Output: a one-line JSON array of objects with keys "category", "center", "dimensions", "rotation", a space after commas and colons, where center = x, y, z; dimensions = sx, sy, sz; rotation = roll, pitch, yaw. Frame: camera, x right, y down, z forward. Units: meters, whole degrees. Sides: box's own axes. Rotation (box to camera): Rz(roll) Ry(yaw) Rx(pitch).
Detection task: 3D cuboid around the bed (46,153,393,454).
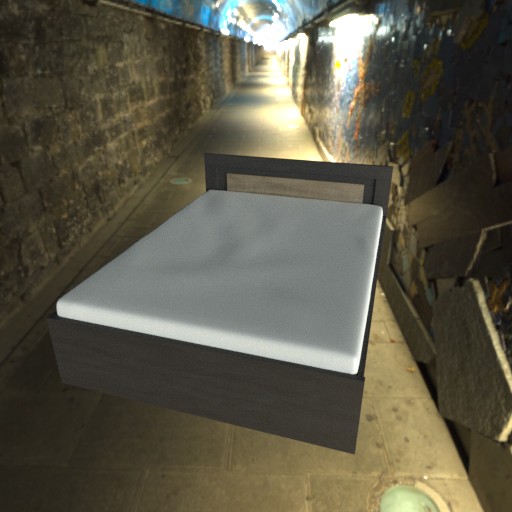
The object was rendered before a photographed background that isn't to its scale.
[{"category": "bed", "center": [0.000, 0.000, 2.934], "dimensions": [1.585, 0.823, 2.073], "rotation": [8, 27, 16]}]
